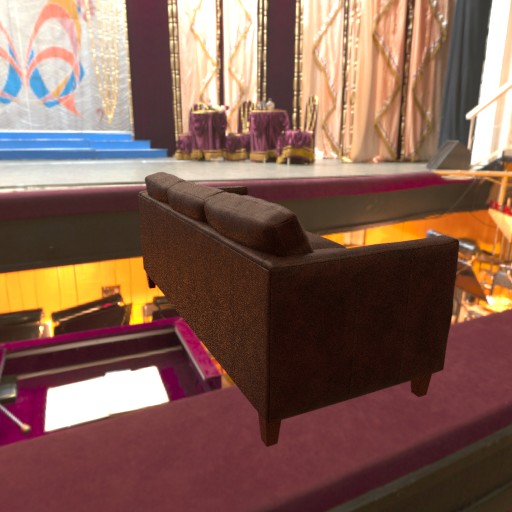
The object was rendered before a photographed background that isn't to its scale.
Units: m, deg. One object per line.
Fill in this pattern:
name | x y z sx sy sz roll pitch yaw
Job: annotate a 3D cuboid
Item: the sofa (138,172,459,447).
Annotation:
sofa | 0.000 0.000 2.959 1.045 1.006 2.464 -7 17 -25
